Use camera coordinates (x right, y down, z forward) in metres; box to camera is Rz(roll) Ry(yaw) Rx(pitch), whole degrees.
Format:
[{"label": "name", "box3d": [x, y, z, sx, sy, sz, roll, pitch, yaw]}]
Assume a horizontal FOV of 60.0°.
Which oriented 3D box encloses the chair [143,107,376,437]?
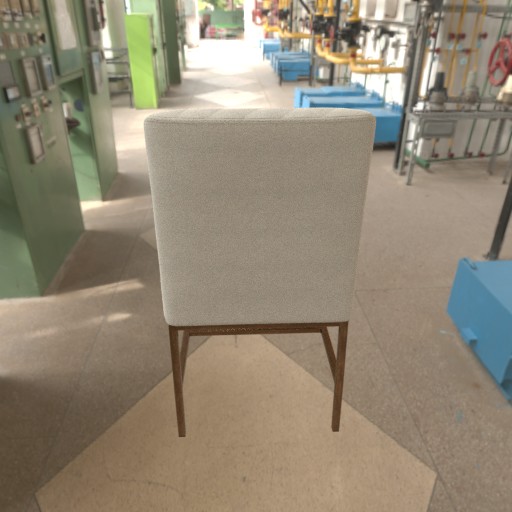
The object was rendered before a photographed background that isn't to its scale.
[{"label": "chair", "box3d": [0.000, 0.000, 1.302, 0.503, 0.933, 0.597, -1, 29, -2]}]
